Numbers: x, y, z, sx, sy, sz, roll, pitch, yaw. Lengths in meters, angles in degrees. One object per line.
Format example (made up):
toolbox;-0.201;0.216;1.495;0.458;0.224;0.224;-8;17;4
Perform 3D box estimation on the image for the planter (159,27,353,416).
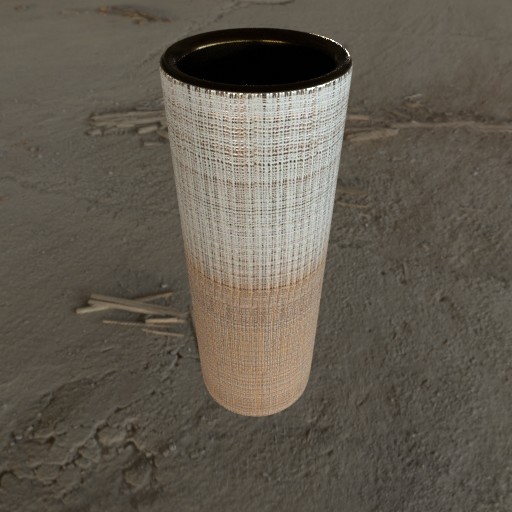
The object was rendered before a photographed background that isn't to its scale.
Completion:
planter;0.000;0.000;0.319;0.099;0.278;0.099;12;43;13
